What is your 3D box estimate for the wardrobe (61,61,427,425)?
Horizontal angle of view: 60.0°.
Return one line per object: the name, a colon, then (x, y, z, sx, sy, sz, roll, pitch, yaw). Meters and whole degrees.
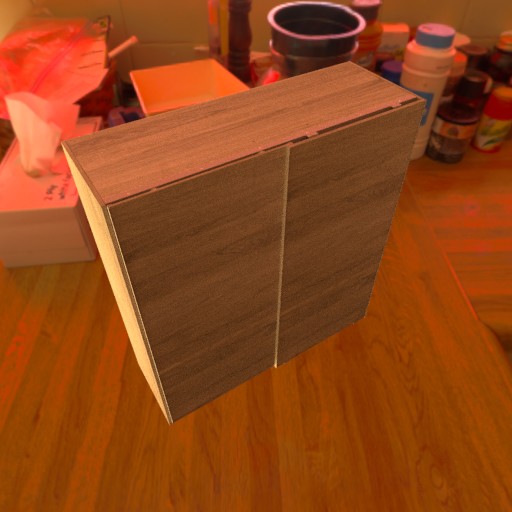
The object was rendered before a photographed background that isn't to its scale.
wardrobe: (0.000, 0.000, 2.924, 1.780, 1.960, 0.629, -24, 50, -22)
